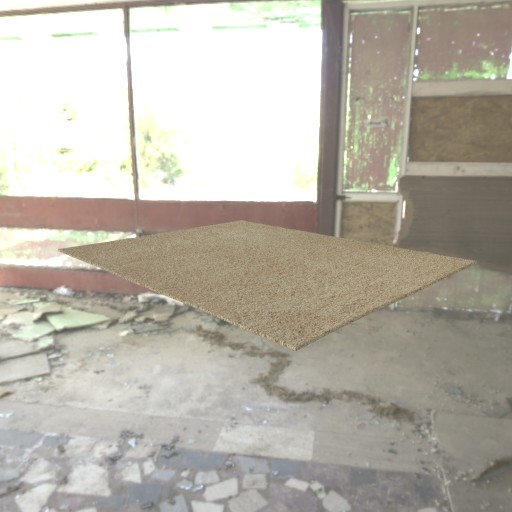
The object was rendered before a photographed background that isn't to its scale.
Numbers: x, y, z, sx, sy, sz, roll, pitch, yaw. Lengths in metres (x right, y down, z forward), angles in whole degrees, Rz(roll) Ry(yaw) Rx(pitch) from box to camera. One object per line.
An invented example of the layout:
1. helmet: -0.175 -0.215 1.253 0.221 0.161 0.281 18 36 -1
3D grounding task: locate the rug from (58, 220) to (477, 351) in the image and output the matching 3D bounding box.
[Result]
1. rug: 0.000 0.000 4.048 2.400 0.025 3.000 -13 19 -43
